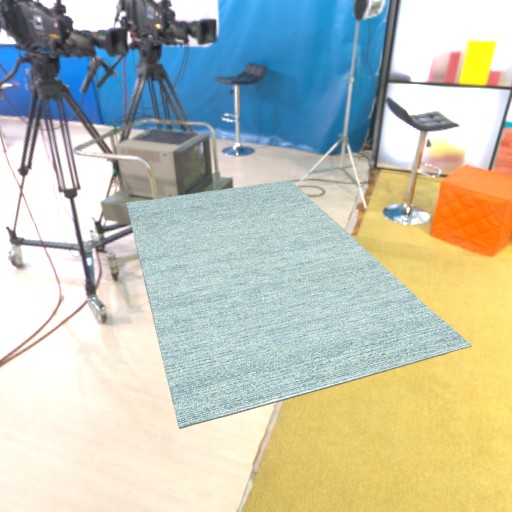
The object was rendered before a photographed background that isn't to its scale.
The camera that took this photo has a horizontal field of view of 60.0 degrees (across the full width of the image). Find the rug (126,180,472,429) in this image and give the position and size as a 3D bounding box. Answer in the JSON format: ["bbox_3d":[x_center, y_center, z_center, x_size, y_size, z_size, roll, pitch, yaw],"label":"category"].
[{"bbox_3d":[0.000,0.000,2.334,1.174,0.022,1.853,-10,33,-16],"label":"rug"}]
